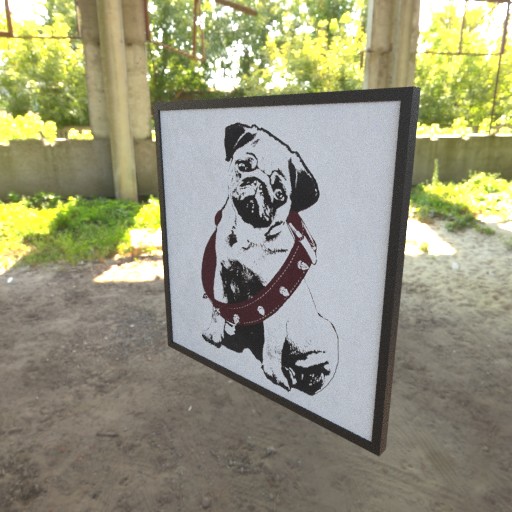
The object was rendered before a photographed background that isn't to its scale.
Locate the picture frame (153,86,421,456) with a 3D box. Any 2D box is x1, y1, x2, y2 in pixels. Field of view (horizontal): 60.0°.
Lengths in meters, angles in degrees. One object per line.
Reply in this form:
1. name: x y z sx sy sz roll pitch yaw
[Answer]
1. picture frame: 0.000 0.000 1.144 0.775 0.775 0.032 14 21 40
